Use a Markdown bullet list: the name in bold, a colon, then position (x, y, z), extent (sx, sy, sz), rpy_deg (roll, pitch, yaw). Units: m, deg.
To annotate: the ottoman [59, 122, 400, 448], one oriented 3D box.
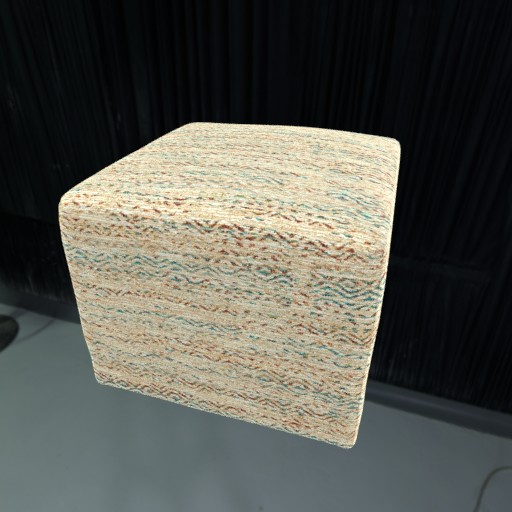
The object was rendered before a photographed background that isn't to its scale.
- **ottoman**: position (0.000, 0.000, 0.919), extent (0.512, 0.453, 0.521), rpy_deg (9, 32, 15)
